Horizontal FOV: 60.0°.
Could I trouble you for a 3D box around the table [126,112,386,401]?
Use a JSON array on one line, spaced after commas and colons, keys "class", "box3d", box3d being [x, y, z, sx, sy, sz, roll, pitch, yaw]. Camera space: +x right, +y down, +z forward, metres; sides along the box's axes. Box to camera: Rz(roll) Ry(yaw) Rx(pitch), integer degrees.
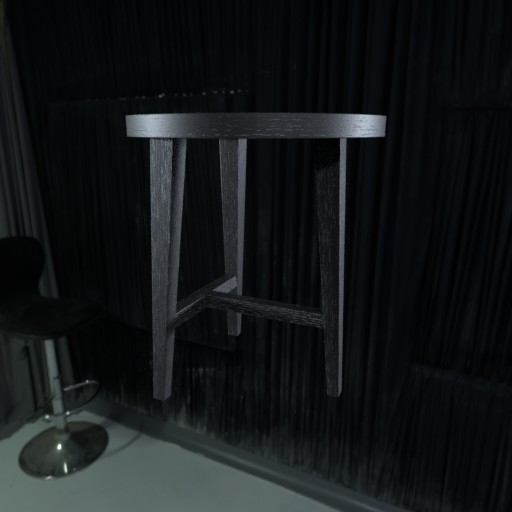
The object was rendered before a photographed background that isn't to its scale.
[{"class": "table", "box3d": [0.000, 0.000, 0.768, 0.399, 0.460, 0.399, 0, 16, 0]}]
